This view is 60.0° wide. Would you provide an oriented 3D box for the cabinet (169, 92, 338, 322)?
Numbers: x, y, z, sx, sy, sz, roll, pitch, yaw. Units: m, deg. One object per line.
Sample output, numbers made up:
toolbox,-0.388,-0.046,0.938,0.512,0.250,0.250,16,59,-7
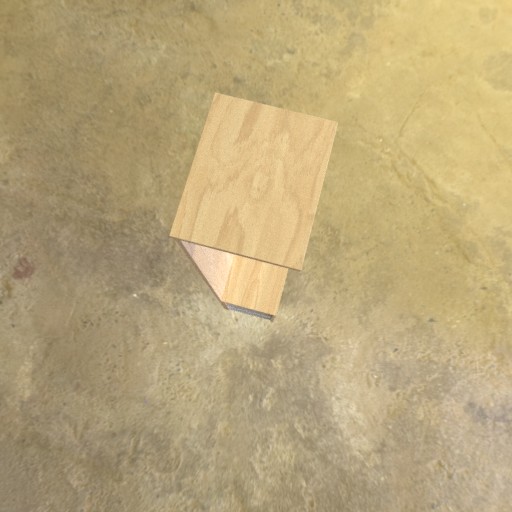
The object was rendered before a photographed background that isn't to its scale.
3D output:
cabinet,0.000,0.000,2.050,0.338,1.879,0.411,15,78,3
